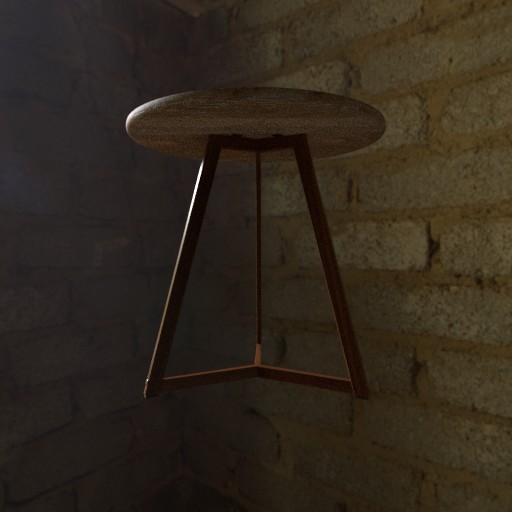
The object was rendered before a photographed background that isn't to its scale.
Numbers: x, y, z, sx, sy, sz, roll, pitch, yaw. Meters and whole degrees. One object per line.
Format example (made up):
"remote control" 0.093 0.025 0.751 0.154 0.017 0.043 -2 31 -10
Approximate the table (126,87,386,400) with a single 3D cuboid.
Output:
"table" 0.000 0.000 0.894 0.500 0.500 0.500 0 1 0
